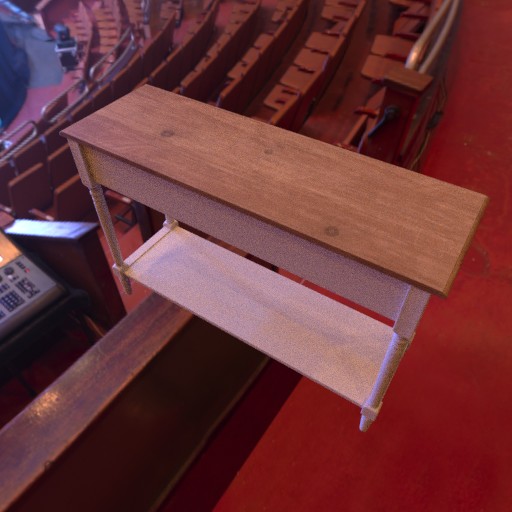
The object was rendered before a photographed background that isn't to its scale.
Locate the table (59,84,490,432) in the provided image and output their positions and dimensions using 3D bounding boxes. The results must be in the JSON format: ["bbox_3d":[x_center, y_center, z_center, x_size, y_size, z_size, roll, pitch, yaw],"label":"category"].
[{"bbox_3d":[0.000,0.000,1.564,1.219,0.800,0.399,25,51,22],"label":"table"}]
